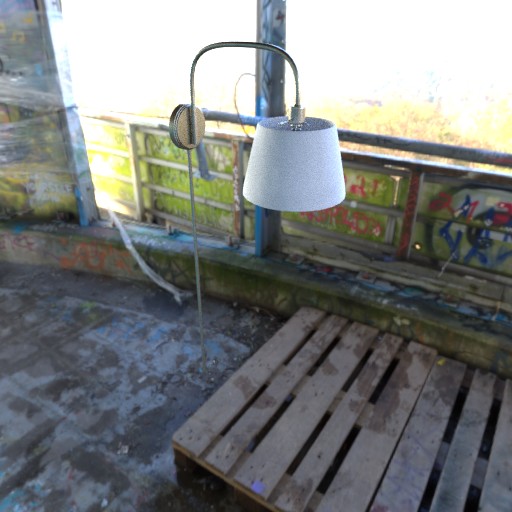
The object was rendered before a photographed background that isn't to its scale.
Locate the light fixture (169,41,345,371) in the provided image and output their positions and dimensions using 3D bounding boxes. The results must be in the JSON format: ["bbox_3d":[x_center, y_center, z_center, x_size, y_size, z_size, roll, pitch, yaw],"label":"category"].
[{"bbox_3d":[0.000,0.000,0.458,0.176,0.399,0.092,18,33,31],"label":"light fixture"}]
